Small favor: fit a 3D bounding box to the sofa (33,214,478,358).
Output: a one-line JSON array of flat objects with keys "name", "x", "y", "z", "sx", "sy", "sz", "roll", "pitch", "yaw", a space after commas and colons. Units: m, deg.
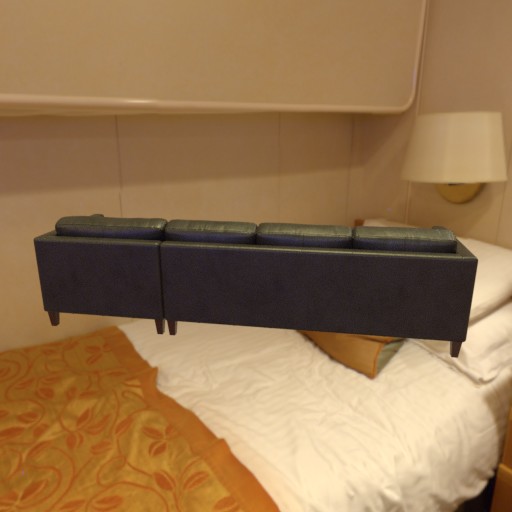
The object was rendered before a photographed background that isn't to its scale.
[{"name": "sofa", "x": 0.000, "y": 0.000, "z": 3.957, "sx": 3.203, "sy": 0.883, "sz": 1.581, "roll": 3, "pitch": 17, "yaw": 9}]
